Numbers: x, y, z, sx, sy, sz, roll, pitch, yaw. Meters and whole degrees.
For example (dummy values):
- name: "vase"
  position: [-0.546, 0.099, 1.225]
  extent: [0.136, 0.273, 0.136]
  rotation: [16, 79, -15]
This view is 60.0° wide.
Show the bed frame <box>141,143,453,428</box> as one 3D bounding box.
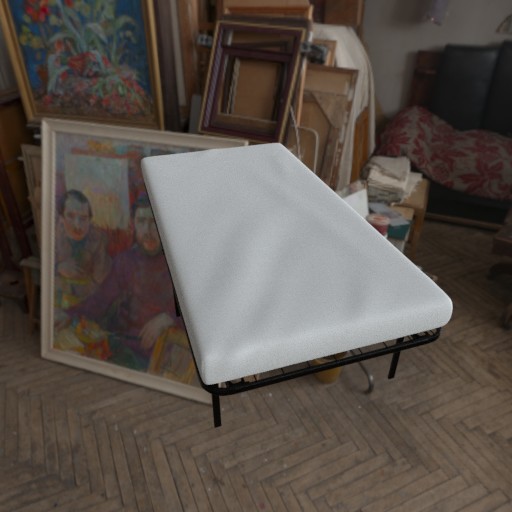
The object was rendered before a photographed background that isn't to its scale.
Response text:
- name: "bed frame"
  position: [0.000, 0.000, 2.424]
  extent: [0.989, 0.619, 1.903]
  rotation: [-10, 35, -15]
